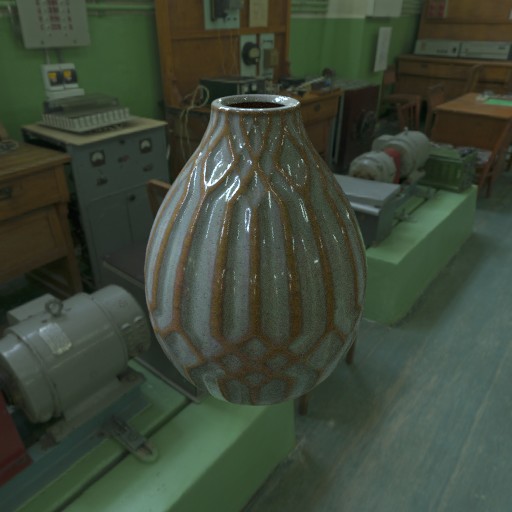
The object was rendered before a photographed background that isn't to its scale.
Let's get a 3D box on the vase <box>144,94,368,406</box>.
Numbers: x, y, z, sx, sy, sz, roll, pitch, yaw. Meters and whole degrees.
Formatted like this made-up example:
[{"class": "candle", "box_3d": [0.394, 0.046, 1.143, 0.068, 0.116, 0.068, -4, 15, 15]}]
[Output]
[{"class": "vase", "box_3d": [0.000, 0.000, 0.261, 0.131, 0.175, 0.131, 0, 29, 0]}]
